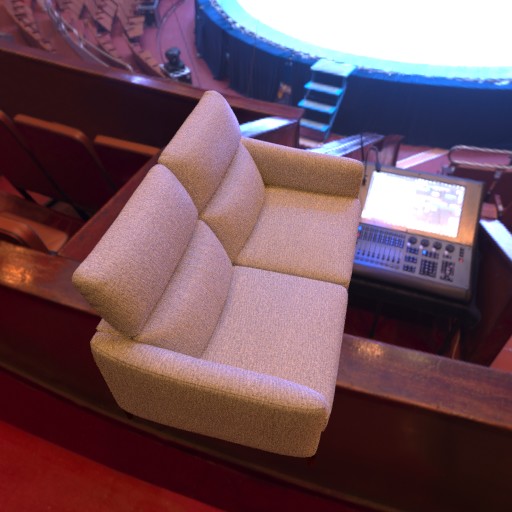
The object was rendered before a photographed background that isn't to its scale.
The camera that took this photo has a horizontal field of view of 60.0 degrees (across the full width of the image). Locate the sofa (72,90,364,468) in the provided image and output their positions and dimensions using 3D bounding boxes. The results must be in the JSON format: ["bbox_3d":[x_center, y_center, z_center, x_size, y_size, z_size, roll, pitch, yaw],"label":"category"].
[{"bbox_3d":[0.000,0.000,2.083,0.905,0.950,1.540,11,47,10],"label":"sofa"}]
